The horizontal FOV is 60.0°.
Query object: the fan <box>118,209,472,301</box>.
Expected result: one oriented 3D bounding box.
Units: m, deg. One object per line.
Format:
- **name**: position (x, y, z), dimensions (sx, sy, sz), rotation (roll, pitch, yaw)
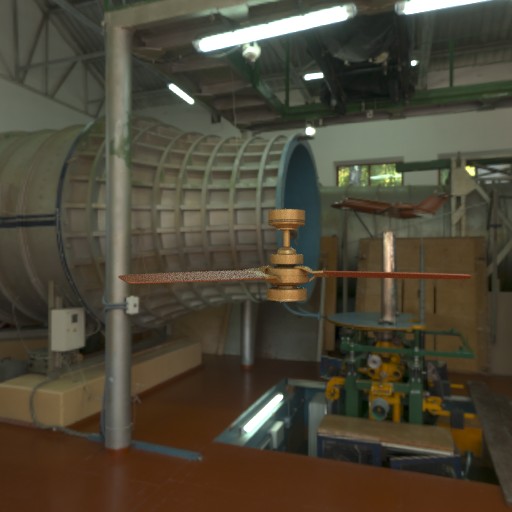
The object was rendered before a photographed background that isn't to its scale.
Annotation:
- **fan**: position (0.000, 0.000, 2.033), dimensions (1.271, 0.425, 1.416), rotation (0, 0, -36)
